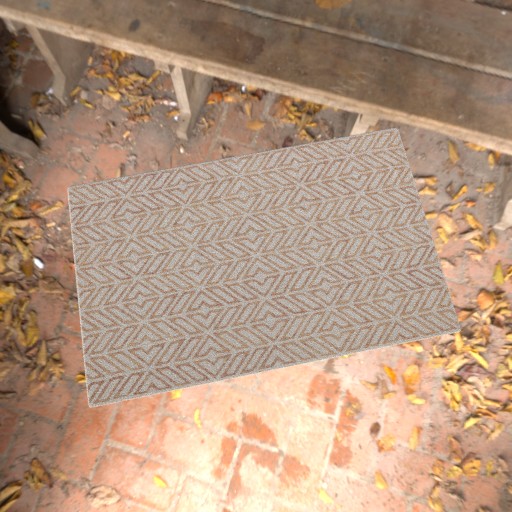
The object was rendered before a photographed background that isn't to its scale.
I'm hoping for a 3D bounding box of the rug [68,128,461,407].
[{"bbox_3d":[0.000,0.000,3.026,2.438,0.008,1.523,-11,76,-3],"label":"rug"}]
